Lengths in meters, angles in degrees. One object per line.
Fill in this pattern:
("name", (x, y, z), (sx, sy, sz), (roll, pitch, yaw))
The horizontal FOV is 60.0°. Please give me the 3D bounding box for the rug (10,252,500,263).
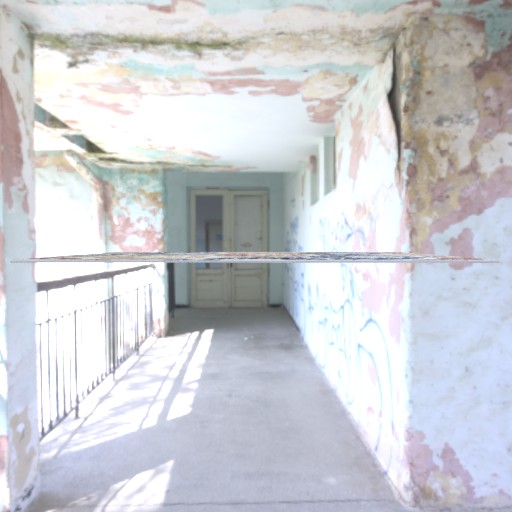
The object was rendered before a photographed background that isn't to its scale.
("rug", (0.000, 0.000, 2.804), (2.275, 0.014, 1.514), (0, 2, 0))
